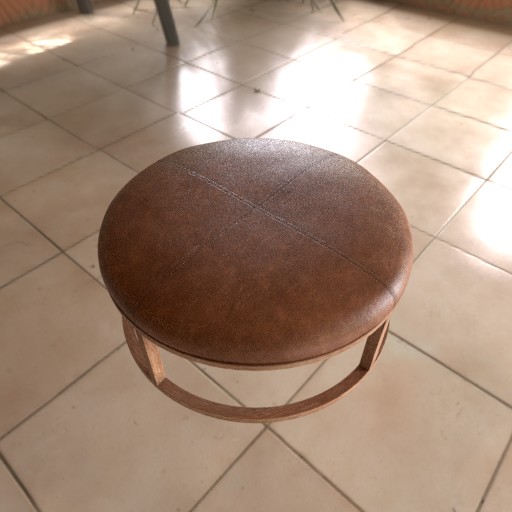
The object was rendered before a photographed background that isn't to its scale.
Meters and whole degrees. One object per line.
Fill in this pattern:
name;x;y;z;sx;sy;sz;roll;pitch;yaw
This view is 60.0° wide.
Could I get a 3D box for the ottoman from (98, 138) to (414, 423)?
ottoman;0.000;0.000;1.545;1.006;0.445;1.006;0;45;0
